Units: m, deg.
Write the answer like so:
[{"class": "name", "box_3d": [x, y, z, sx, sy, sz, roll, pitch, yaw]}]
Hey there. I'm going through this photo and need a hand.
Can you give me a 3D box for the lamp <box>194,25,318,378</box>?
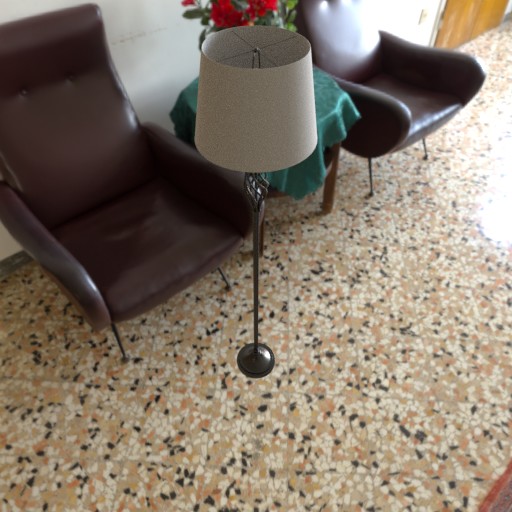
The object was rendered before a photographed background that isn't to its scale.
[{"class": "lamp", "box_3d": [0.000, 0.000, 1.764, 0.379, 1.623, 0.379, 0, 47, 0]}]
